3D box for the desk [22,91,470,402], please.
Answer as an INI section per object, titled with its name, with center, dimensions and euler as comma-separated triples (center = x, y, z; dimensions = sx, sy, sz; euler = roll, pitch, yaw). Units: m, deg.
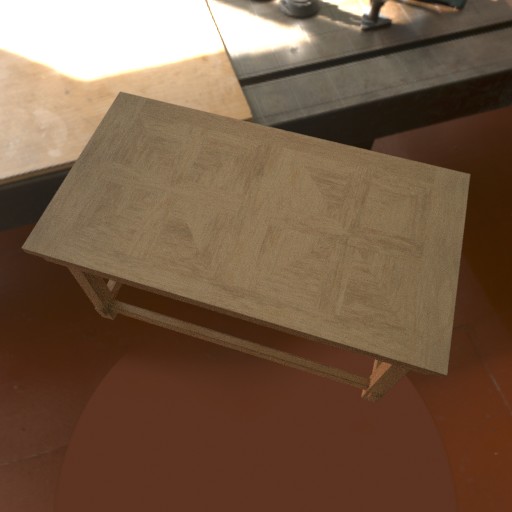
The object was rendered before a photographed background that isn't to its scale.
[desk]
center = 0.000, 0.000, 1.994
dimensions = 1.499, 0.762, 0.813
euler = 16, 64, 8
